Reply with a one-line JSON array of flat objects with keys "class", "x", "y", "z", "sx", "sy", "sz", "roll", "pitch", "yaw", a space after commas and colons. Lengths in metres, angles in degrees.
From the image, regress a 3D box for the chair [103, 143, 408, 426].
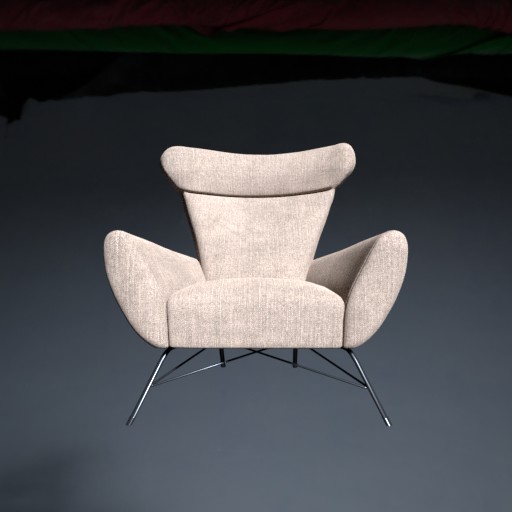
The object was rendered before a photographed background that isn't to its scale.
[{"class": "chair", "x": 0.000, "y": 0.000, "z": 1.796, "sx": 0.980, "sy": 1.040, "sz": 0.900, "roll": 0, "pitch": -1, "yaw": 0}]
